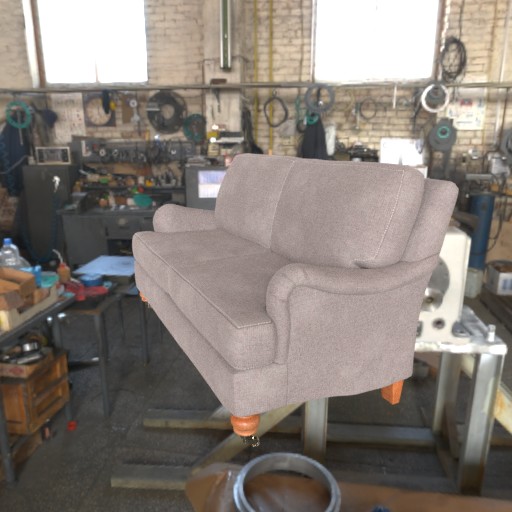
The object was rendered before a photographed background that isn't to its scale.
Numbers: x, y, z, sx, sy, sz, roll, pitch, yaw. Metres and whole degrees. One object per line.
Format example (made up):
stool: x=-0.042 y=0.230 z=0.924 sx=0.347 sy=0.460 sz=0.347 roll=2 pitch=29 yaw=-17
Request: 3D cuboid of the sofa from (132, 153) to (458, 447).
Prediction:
sofa: x=0.000 y=0.000 z=2.545 sx=1.084 sy=1.101 sz=1.853 roll=-7 pitch=17 yaw=-26
